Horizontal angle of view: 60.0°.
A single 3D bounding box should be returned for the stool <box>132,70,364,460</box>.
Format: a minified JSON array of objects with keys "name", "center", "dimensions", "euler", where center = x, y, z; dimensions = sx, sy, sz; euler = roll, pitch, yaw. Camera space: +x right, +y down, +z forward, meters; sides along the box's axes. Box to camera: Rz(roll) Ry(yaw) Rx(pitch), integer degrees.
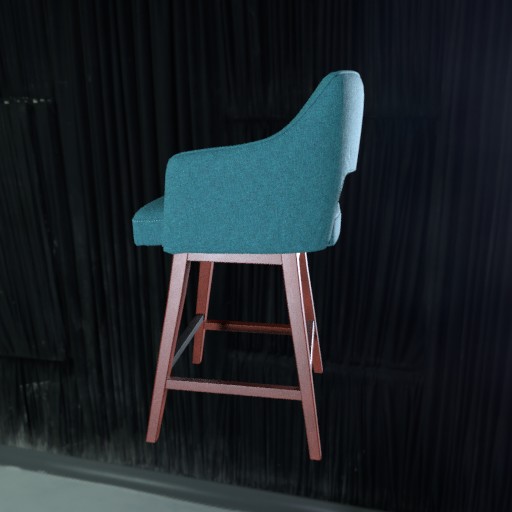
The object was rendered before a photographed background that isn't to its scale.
[{"name":"stool","center":[0.000,0.000,1.284],"dimensions":[0.556,0.961,0.548],"euler":[2,15,8]}]
